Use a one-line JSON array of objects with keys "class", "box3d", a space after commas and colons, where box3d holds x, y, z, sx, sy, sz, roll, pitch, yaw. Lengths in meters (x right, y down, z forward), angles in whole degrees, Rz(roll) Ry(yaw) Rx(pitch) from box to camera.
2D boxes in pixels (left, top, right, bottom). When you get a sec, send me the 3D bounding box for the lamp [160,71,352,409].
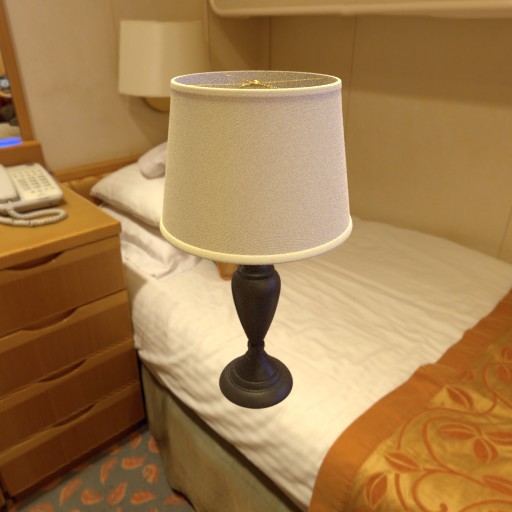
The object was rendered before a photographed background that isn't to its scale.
[{"class": "lamp", "box3d": [0.000, 0.000, 0.818, 0.335, 0.611, 0.335, 0, 28, 0]}]
